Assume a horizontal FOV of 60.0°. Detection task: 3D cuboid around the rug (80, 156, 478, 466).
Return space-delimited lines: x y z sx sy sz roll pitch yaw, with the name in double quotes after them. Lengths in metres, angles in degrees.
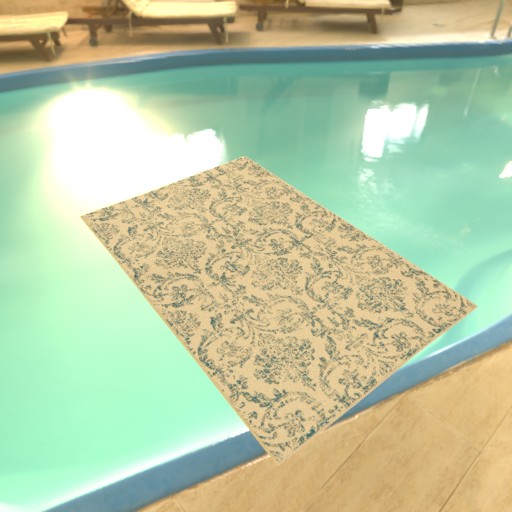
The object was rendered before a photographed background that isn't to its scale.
0.000 0.000 3.506 1.819 0.018 2.746 -27 47 -27 "rug"
